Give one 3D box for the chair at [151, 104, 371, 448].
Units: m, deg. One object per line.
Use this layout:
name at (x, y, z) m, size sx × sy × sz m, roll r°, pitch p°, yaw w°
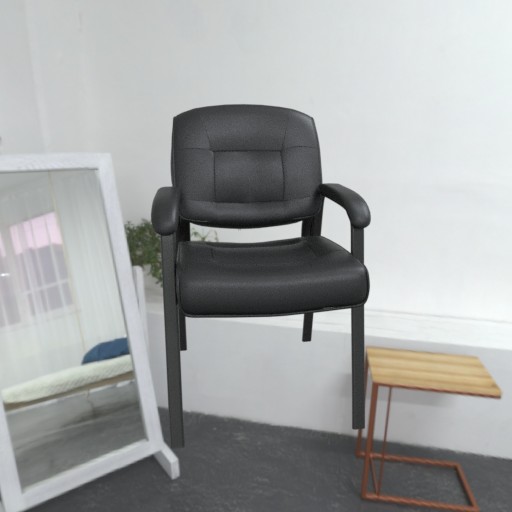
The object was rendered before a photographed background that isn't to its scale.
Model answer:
chair at (0.000, 0.000, 1.367) m, size 0.591 × 0.910 × 0.668 m, roll -2°, pitch 17°, yaw -8°
